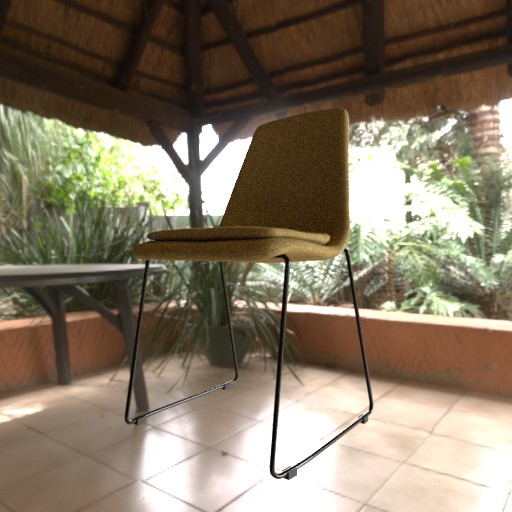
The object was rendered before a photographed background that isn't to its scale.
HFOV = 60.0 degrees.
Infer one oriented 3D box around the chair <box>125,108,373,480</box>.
[{"bbox_3d":[0.000,0.000,1.147,0.479,0.849,0.496,1,1,36],"label":"chair"}]
